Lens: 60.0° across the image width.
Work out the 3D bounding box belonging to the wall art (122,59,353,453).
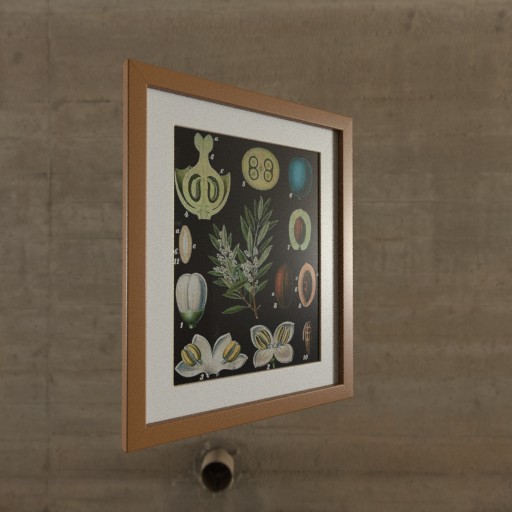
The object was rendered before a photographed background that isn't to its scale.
[{"bbox_3d":[0.000,0.000,0.751,0.449,0.550,0.021,1,-1,-35],"label":"wall art"}]
